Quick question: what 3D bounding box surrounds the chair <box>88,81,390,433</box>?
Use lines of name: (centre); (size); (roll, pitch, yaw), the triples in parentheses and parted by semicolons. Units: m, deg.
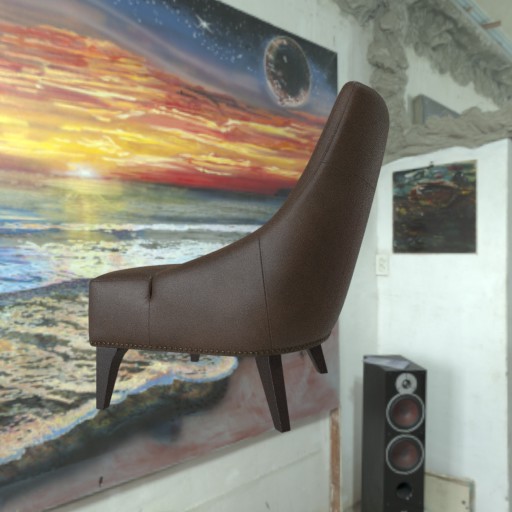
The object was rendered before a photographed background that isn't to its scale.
chair: (0.000, 0.000, 1.495); (0.861, 0.909, 0.701); (0, 0, 18)
